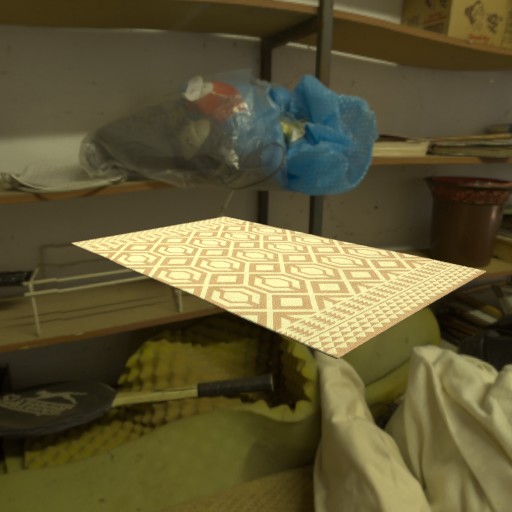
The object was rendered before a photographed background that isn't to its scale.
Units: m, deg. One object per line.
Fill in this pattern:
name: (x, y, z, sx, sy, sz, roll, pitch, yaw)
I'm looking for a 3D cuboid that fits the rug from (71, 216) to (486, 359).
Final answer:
rug: (0.000, 0.000, 3.009, 1.526, 0.011, 2.435, -15, 22, -42)
